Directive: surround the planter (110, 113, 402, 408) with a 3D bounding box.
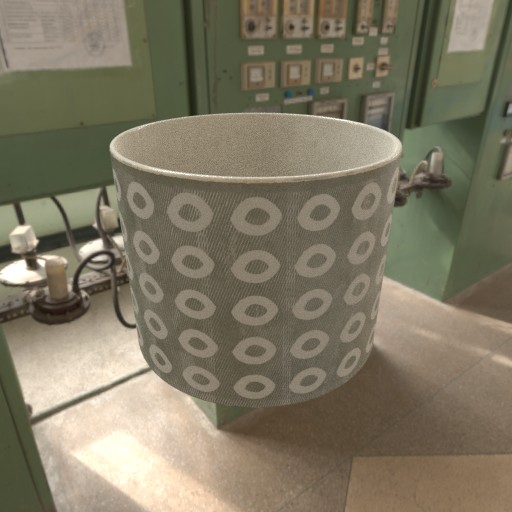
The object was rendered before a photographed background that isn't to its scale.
[{"bbox_3d":[0.000,0.000,0.340,0.190,0.181,0.190,0,27,0],"label":"planter"}]
